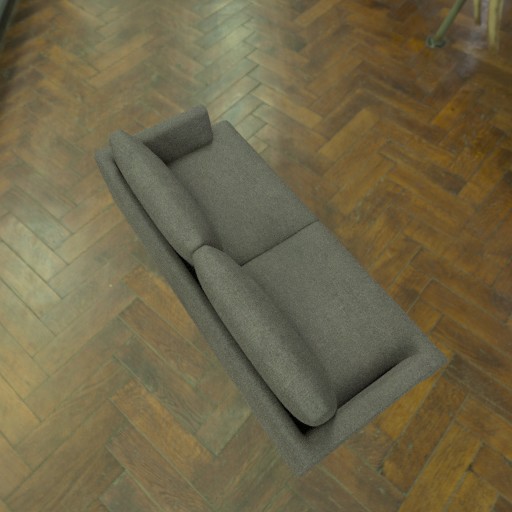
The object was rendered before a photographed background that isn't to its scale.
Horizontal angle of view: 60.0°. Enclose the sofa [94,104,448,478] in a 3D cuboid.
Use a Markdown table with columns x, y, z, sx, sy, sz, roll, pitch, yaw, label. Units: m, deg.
| x | y | z | sx | sy | sz | roll | pitch | yaw | label |
| --- | --- | --- | --- | --- | --- | --- | --- | --- | --- |
| 0.000 | 0.000 | 2.703 | 1.020 | 0.868 | 2.250 | -31 | 64 | -17 | sofa |
